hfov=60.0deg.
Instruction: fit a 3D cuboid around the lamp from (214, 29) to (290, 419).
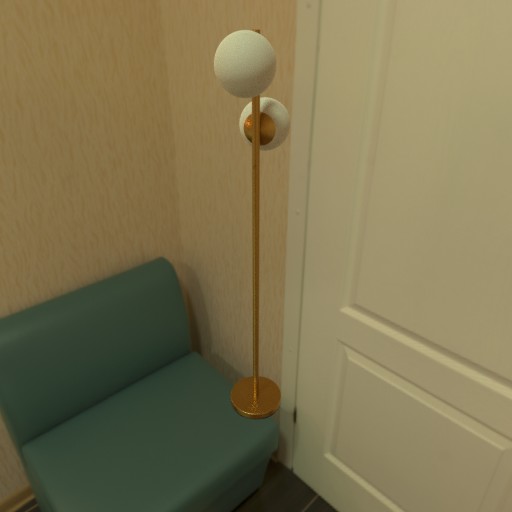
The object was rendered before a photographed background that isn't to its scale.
[{"bbox_3d":[0.000,0.000,1.795,0.249,1.641,0.419,8,31,14],"label":"lamp"}]
